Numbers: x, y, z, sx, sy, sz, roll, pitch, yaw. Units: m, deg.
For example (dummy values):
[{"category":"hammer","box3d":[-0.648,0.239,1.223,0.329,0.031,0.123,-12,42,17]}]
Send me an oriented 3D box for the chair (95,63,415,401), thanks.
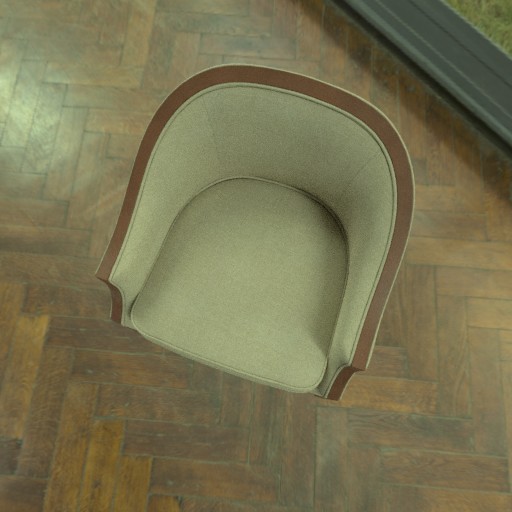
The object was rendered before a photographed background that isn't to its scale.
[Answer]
[{"category":"chair","box3d":[0.000,0.000,1.416,0.803,0.876,0.735,18,74,5]}]
